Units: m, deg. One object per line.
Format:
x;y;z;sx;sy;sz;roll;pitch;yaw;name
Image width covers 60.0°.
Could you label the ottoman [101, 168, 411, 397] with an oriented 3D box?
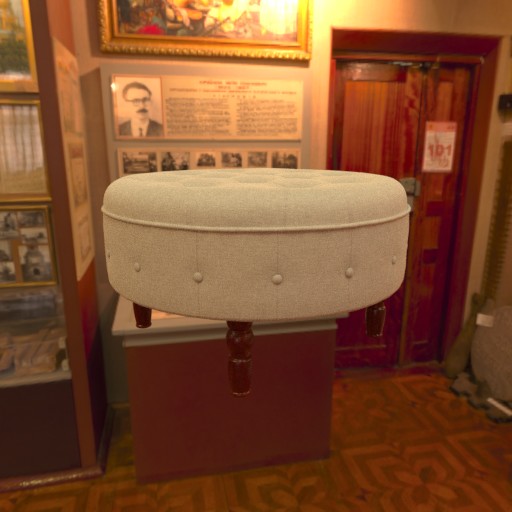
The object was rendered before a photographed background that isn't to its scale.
0.000;0.000;1.323;0.849;0.478;0.849;0;14;0;ottoman
